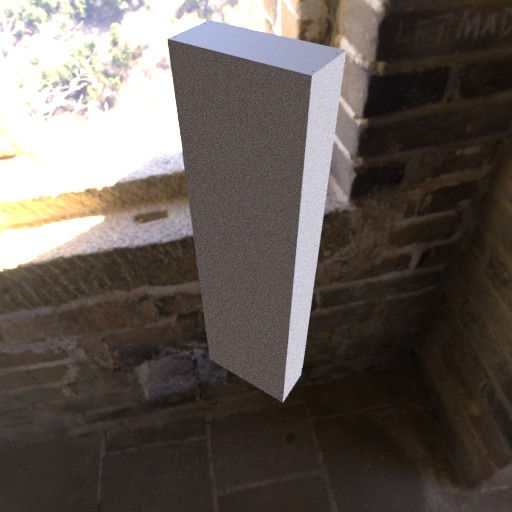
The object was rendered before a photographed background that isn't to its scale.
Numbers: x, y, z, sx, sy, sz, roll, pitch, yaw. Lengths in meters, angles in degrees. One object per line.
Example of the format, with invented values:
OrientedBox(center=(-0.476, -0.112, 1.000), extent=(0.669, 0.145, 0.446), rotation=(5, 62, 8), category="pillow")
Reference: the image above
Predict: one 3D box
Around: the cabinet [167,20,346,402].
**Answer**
OrientedBox(center=(0.000, 0.000, 1.956), extent=(0.500, 1.790, 0.230), rotation=(25, 50, 23), category="cabinet")
